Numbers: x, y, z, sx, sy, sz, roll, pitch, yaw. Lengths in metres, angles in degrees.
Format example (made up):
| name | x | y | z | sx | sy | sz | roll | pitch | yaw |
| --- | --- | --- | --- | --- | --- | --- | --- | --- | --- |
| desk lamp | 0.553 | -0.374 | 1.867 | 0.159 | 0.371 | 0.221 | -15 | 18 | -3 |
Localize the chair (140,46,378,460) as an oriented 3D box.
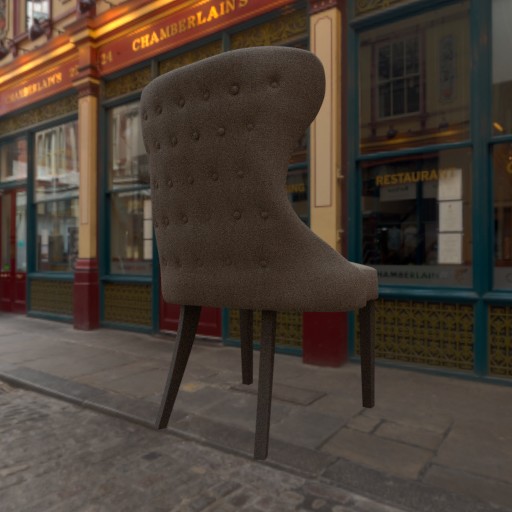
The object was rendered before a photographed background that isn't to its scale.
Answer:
| name | x | y | z | sx | sy | sz | roll | pitch | yaw |
| --- | --- | --- | --- | --- | --- | --- | --- | --- | --- |
| chair | 0.000 | 0.000 | 1.339 | 0.628 | 0.967 | 0.635 | -1 | -1 | 35 |
